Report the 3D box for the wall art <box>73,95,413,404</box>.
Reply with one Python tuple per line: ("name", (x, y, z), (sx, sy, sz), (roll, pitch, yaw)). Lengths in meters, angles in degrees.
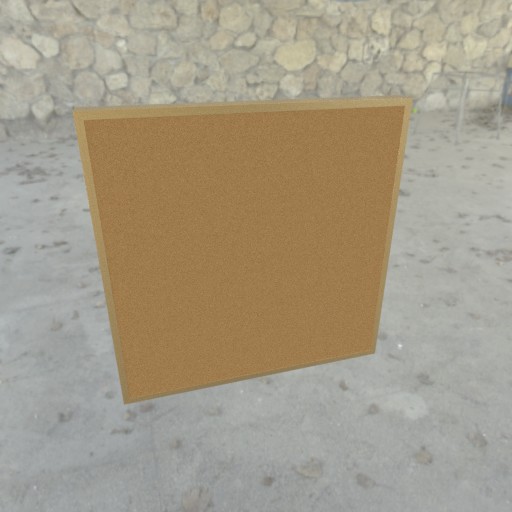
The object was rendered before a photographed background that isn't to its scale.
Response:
("wall art", (0.000, 0.000, 0.770), (0.509, 0.509, 0.040), (-7, 27, -15))
